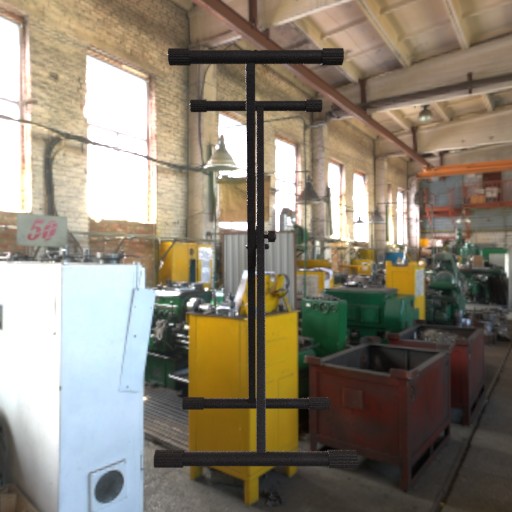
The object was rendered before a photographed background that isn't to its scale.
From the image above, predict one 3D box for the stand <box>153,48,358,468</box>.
[{"bbox_3d":[0.000,0.000,1.174,0.449,0.940,0.409,0,0,0],"label":"stand"}]
